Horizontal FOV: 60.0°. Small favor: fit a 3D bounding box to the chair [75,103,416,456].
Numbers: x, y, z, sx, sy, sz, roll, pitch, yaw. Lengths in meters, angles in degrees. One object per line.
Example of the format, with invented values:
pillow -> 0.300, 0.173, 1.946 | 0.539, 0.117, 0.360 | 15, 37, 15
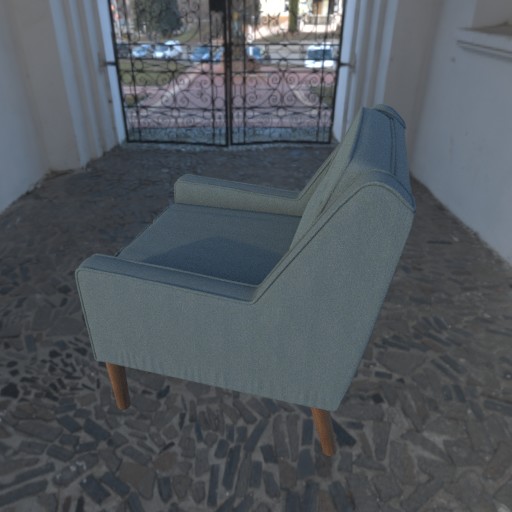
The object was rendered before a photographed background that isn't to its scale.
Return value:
chair -> 0.000, 0.000, 1.268 | 0.733, 0.780, 0.663 | 8, 31, 13
